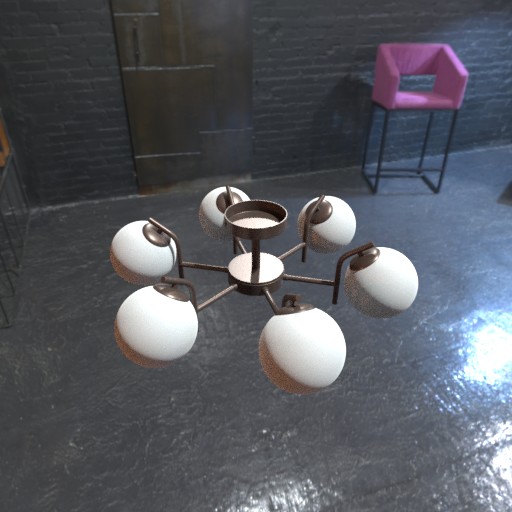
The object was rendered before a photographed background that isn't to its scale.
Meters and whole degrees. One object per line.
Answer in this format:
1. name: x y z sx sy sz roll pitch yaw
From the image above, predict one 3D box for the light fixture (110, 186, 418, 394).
1. light fixture: 0.000 0.000 0.935 0.662 0.201 0.662 0 32 0
